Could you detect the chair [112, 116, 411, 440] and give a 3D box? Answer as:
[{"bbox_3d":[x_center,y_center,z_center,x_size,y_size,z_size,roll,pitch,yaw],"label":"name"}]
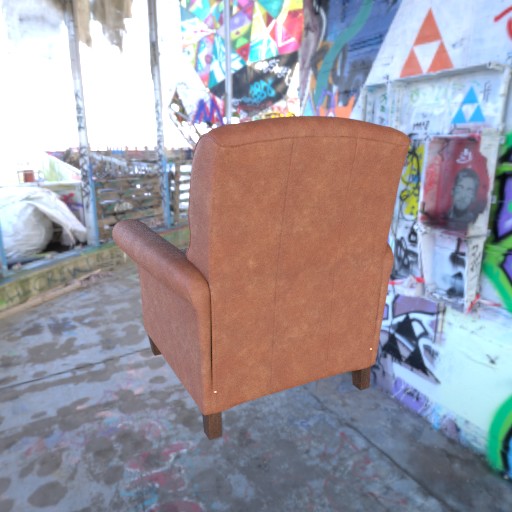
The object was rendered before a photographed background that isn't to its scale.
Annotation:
[{"bbox_3d":[0.000,0.000,1.822,0.978,1.061,0.902,-8,16,-27],"label":"chair"}]
